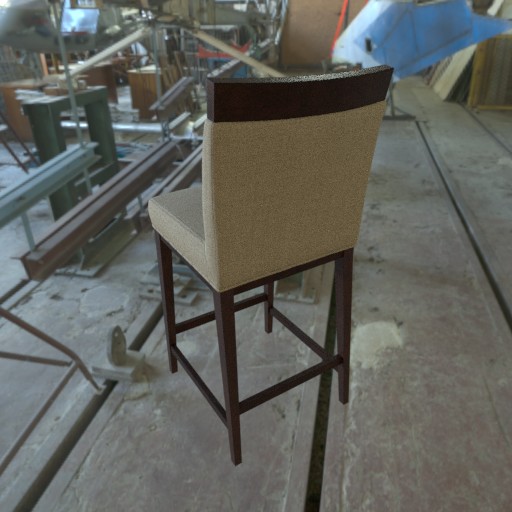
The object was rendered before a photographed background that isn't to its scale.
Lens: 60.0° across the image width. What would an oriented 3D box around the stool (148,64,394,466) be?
[{"bbox_3d":[0.000,0.000,1.262,0.463,1.011,0.480,-17,33,-29],"label":"stool"}]
